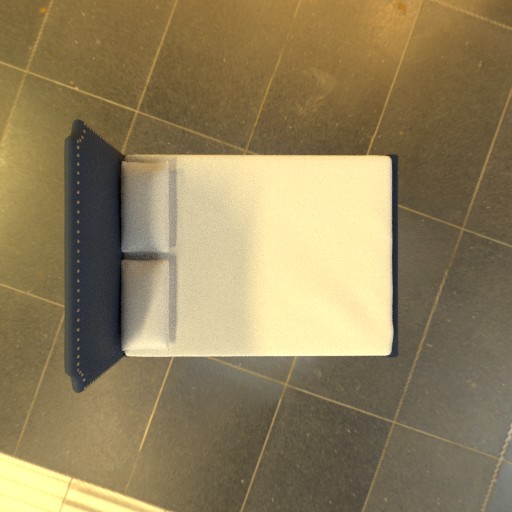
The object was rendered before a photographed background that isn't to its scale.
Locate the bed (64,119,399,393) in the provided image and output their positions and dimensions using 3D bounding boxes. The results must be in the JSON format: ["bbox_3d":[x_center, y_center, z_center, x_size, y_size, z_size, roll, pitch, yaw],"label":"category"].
[{"bbox_3d":[0.000,0.000,3.379,2.372,1.443,1.712,0,90,-1],"label":"bed"}]
